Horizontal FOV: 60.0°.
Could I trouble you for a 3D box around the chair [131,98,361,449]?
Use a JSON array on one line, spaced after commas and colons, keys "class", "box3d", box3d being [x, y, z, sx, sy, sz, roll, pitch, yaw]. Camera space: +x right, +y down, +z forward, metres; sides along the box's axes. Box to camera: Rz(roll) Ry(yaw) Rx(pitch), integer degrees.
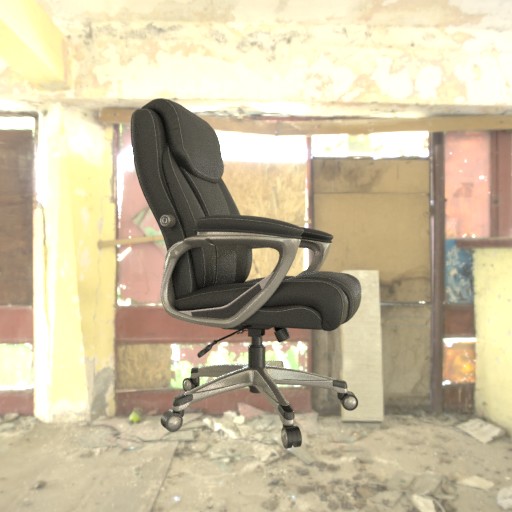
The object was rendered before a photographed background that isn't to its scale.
[{"class": "chair", "box3d": [0.000, 0.000, 1.706, 0.784, 1.167, 0.741, 0, 1, 18]}]
